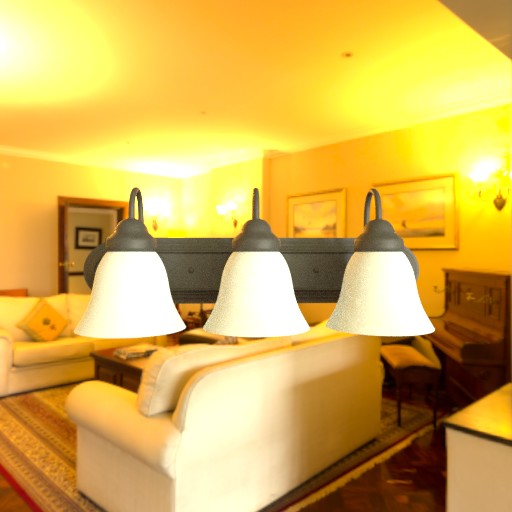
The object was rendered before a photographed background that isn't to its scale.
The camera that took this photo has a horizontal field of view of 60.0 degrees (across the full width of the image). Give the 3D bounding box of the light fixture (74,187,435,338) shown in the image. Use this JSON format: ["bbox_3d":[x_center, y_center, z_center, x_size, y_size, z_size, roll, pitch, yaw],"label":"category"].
[{"bbox_3d":[0.000,0.000,0.707,0.610,0.222,0.199,0,0,-2],"label":"light fixture"}]
